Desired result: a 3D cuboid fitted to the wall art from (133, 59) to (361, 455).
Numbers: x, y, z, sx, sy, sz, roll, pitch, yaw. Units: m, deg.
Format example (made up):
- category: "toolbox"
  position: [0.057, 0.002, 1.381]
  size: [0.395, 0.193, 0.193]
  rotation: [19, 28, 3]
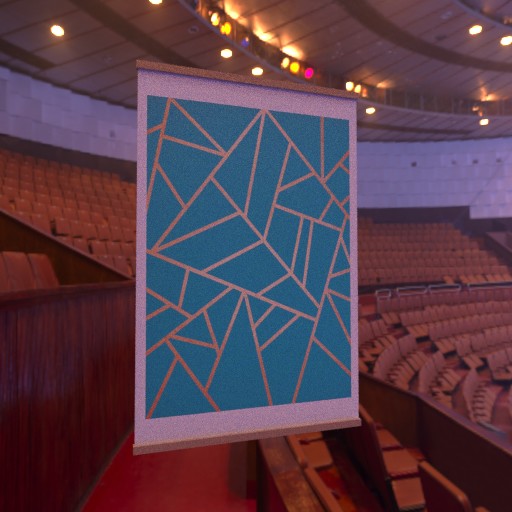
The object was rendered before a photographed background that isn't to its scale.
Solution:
- category: "wall art"
  position: [0.000, 0.000, 1.875]
  size: [0.990, 1.519, 0.030]
  rotation: [1, -2, -19]
